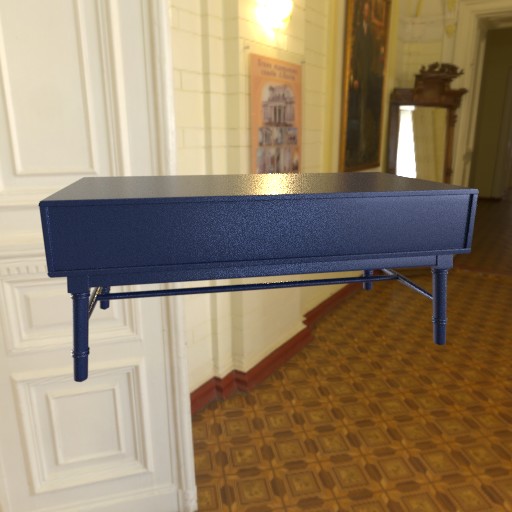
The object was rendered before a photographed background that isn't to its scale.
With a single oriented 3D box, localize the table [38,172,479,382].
[{"bbox_3d":[0.000,0.000,1.378,1.067,0.457,0.572,-3,16,-11],"label":"table"}]
